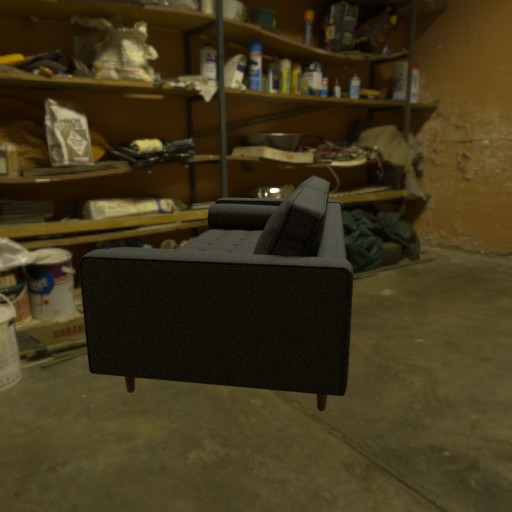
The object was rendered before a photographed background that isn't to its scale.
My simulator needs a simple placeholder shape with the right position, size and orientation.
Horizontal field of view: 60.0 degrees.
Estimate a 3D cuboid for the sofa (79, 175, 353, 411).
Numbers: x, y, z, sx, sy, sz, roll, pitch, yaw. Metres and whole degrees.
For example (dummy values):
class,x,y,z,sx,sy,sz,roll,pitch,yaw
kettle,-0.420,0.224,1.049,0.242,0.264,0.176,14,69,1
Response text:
class,x,y,z,sx,sy,sz,roll,pitch,yaw
sofa,0.000,0.000,2.320,0.914,0.759,1.875,2,14,10
